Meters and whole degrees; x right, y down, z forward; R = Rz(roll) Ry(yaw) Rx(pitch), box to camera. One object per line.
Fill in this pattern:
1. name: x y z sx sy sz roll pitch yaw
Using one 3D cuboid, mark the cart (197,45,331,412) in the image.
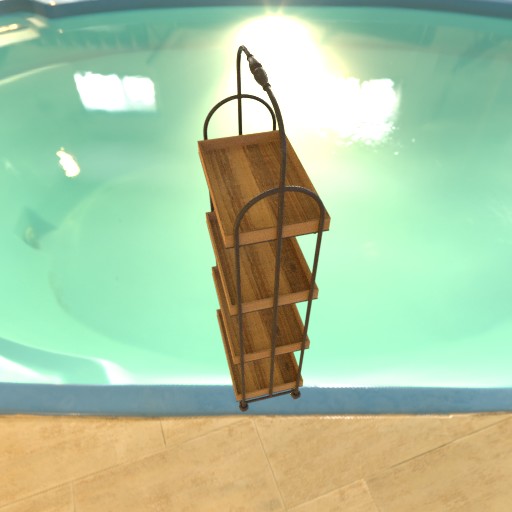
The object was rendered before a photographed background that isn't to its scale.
1. cart: 0.000 0.000 1.686 0.308 1.481 0.581 -10 48 -9
